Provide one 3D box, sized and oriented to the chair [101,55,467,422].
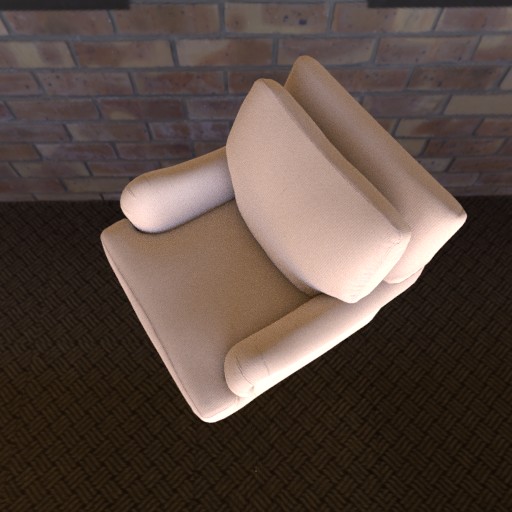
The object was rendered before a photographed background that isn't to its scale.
[{"bbox_3d":[0.000,0.000,1.854,1.070,1.038,0.955,-30,68,-14],"label":"chair"}]
